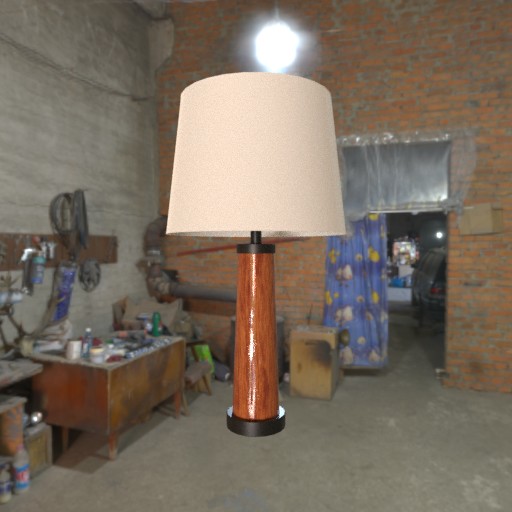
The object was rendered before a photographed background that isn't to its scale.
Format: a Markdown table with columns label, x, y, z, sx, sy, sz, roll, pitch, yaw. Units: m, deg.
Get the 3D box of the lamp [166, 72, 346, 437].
| label | x | y | z | sx | sy | sz | roll | pitch | yaw |
| --- | --- | --- | --- | --- | --- | --- | --- | --- | --- |
| lamp | 0.000 | 0.000 | 0.871 | 0.349 | 0.667 | 0.349 | 0 | 1 | 0 |
